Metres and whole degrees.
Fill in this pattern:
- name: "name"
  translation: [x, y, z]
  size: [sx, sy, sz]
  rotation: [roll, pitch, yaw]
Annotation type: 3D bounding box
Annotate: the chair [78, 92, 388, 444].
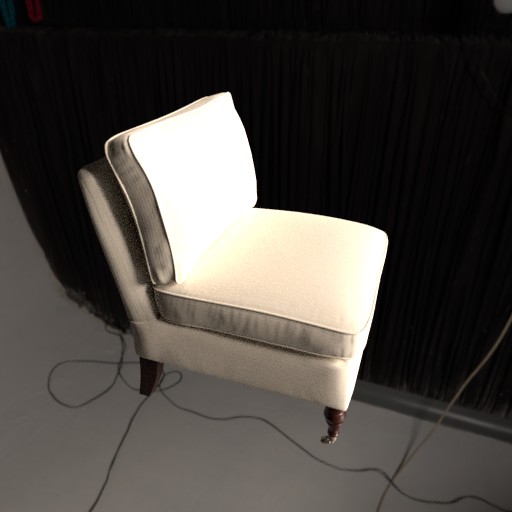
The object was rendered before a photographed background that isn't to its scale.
- name: "chair"
  translation: [0.000, 0.000, 1.421]
  size: [0.781, 0.887, 0.630]
  rotation: [10, 31, 17]
